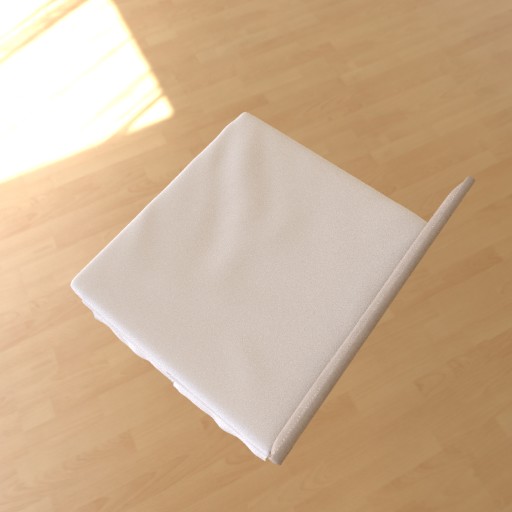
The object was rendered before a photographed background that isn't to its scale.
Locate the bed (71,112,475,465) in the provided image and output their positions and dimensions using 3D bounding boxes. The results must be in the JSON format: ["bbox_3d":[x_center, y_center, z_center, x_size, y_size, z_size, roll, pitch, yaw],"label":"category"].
[{"bbox_3d":[0.000,0.000,3.314,1.914,1.346,2.170,35,70,15],"label":"bed"}]
